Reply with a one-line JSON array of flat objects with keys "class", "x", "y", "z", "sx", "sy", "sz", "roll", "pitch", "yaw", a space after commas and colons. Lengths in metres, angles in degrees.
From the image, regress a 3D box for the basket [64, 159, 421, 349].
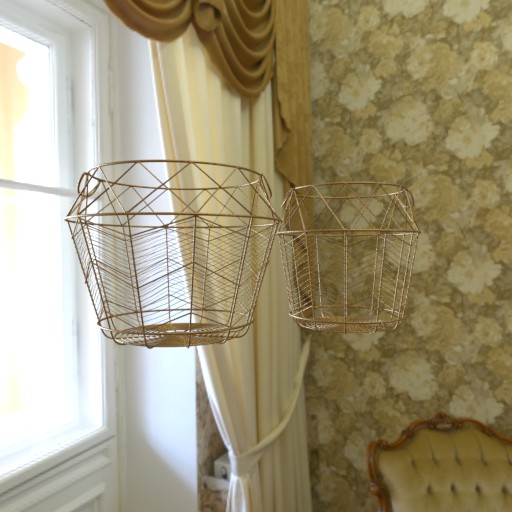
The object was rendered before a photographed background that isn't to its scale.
[{"class": "basket", "x": 0.000, "y": 0.000, "z": 1.010, "sx": 0.805, "sy": 0.343, "sz": 0.451, "roll": 0, "pitch": 1, "yaw": -18}]
